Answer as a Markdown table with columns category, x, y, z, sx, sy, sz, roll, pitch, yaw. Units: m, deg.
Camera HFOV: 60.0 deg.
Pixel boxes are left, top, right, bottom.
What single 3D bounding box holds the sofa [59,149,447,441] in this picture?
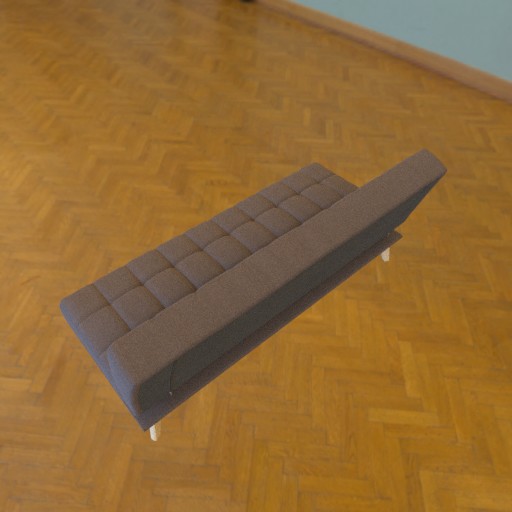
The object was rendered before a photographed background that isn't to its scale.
| category | x | y | z | sx | sy | sz | roll | pitch | yaw |
| --- | --- | --- | --- | --- | --- | --- | --- | --- | --- |
| sofa | 0.000 | 0.000 | 2.259 | 1.800 | 0.810 | 0.860 | -32 | 54 | -27 |
